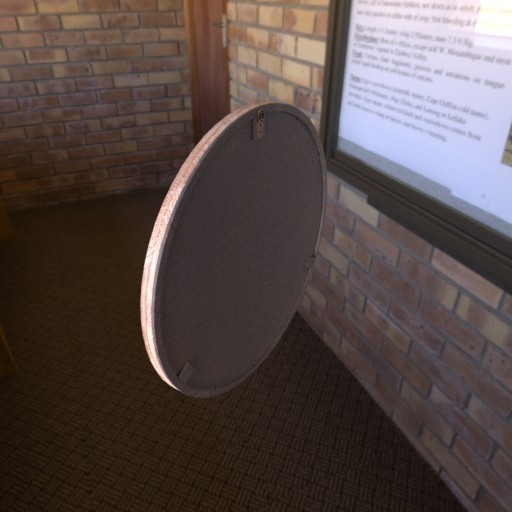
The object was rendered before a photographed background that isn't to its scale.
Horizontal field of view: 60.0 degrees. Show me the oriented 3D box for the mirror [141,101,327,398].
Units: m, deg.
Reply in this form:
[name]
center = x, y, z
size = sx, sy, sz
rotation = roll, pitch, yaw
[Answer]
[mirror]
center = 0.000, 0.000, 1.077
size = 0.038, 0.710, 0.710
rotation = 19, 36, 28
